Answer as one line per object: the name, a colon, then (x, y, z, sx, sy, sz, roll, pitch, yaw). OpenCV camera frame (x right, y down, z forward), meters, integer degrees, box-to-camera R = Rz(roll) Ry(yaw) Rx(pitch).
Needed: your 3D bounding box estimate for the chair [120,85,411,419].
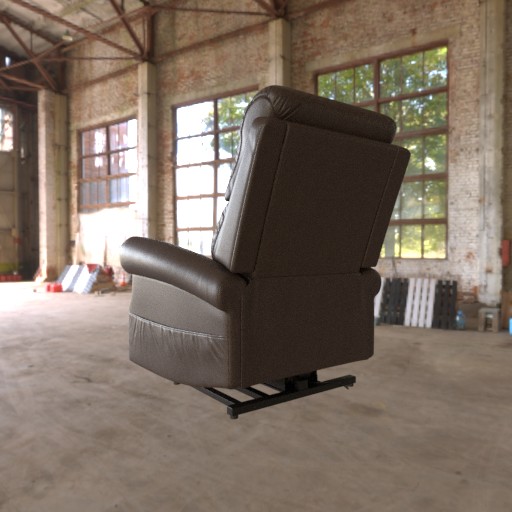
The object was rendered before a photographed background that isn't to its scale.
chair: (0.000, 0.000, 1.786, 0.869, 1.028, 0.978, -1, 2, -37)
